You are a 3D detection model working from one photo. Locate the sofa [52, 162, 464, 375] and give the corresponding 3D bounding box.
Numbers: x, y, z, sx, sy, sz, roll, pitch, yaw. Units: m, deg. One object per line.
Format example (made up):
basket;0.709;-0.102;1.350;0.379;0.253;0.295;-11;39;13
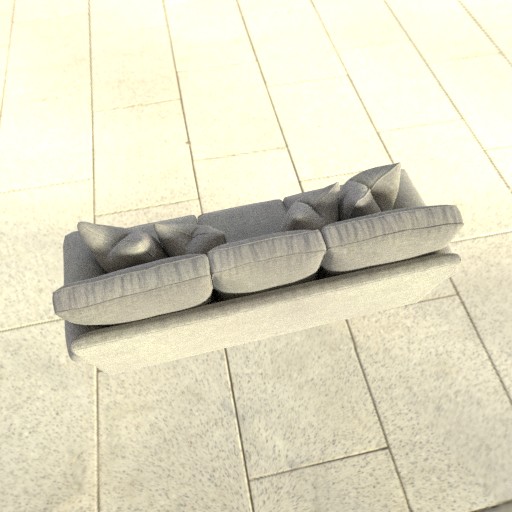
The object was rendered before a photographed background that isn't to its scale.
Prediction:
sofa;0.000;0.000;2.808;2.312;0.975;0.965;-12;59;-7
